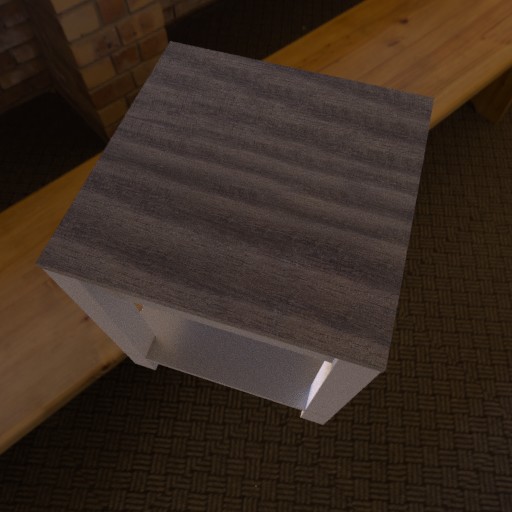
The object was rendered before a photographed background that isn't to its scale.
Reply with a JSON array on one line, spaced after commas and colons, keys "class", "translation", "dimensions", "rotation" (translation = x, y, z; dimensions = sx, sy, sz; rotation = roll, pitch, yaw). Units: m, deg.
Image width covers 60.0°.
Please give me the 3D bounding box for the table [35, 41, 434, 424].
[{"class": "table", "translation": [0.000, 0.000, 0.973], "dimensions": [0.506, 0.587, 0.504], "rotation": [16, 64, 8]}]
